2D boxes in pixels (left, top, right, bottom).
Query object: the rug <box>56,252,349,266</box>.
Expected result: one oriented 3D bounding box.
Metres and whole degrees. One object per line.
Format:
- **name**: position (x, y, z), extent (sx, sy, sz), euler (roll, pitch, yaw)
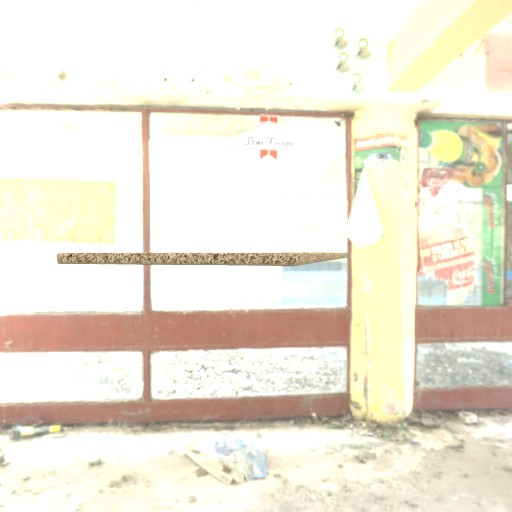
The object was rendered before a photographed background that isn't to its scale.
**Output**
- **rug**: position (0.000, 0.000, 1.749), extent (0.609, 0.030, 1.524), euler (0, 1, 16)
